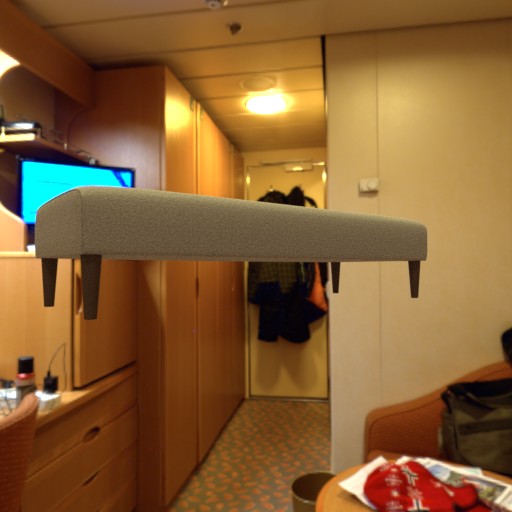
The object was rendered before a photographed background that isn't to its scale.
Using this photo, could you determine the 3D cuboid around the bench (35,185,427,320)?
[{"bbox_3d":[0.000,0.000,1.864,1.598,0.383,0.631,1,-2,-37],"label":"bench"}]
